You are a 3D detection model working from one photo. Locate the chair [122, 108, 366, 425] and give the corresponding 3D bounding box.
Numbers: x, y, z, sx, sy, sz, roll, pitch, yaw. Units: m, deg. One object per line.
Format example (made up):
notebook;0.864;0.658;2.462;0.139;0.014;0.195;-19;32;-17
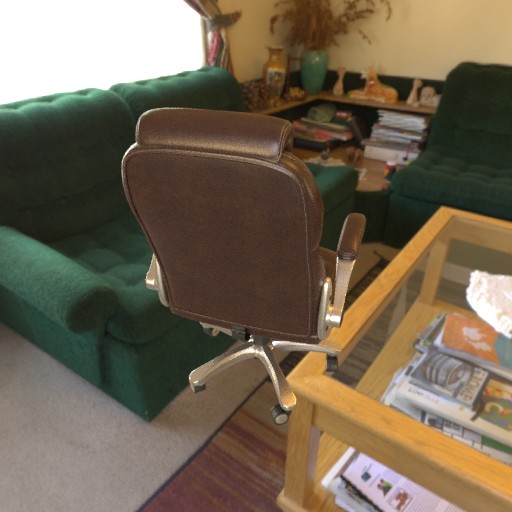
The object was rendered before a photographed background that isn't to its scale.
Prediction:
chair;0.000;0.000;1.625;0.733;1.160;0.774;10;32;16
